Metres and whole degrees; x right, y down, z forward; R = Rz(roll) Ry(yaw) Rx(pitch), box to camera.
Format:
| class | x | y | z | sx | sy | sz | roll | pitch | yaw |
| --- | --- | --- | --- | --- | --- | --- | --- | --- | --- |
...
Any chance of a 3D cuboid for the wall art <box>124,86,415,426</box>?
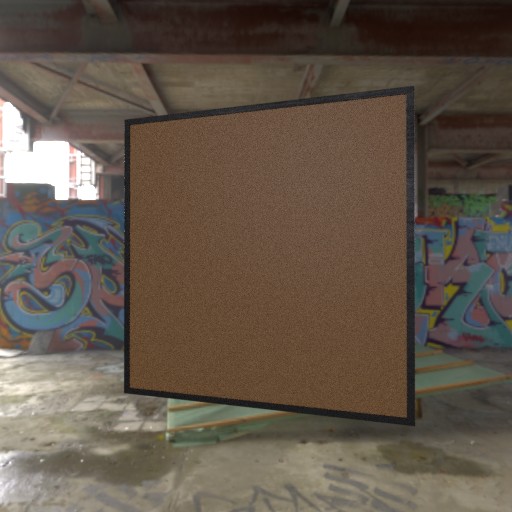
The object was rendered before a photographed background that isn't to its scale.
| class | x | y | z | sx | sy | sz | roll | pitch | yaw |
| --- | --- | --- | --- | --- | --- | --- | --- | --- | --- |
| wall art | 0.000 | 0.000 | 1.131 | 0.763 | 0.763 | 0.039 | 0 | 0 | 19 |
